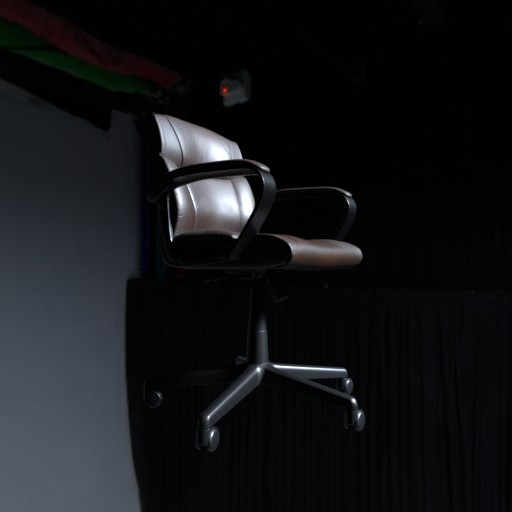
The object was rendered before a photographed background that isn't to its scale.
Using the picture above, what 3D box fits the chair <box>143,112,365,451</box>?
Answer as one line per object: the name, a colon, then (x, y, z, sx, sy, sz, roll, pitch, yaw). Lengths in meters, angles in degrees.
chair: (0.000, 0.000, 1.463, 0.717, 1.004, 0.739, -1, -2, 37)
